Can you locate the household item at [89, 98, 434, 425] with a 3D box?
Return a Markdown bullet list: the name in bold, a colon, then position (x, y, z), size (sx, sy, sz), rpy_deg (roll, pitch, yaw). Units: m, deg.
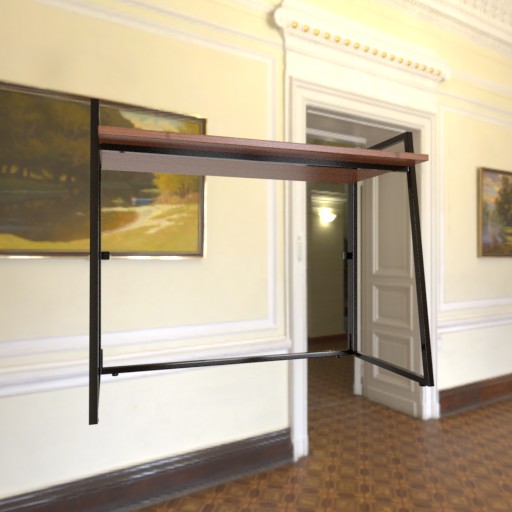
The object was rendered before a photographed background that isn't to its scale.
- **household item**: position (0.000, 0.000, 1.508), size (1.050, 0.860, 0.510), rpy_deg (0, 0, -18)
